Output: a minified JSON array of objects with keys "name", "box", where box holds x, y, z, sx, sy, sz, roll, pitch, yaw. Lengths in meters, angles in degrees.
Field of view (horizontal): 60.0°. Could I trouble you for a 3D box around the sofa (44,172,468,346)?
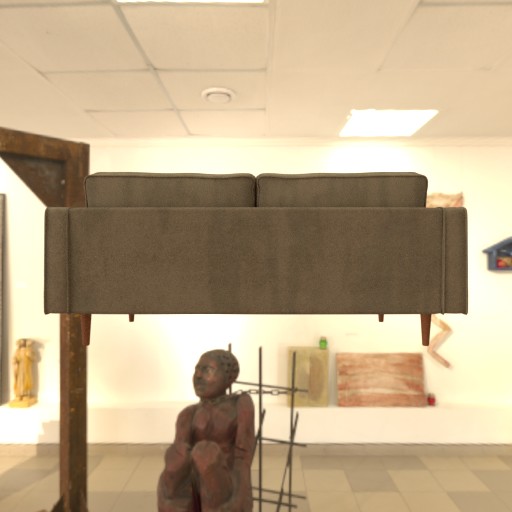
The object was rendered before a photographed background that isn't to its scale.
[{"name":"sofa","box":[0.000,0.000,2.412,1.920,0.825,0.924,0,0,0]}]
